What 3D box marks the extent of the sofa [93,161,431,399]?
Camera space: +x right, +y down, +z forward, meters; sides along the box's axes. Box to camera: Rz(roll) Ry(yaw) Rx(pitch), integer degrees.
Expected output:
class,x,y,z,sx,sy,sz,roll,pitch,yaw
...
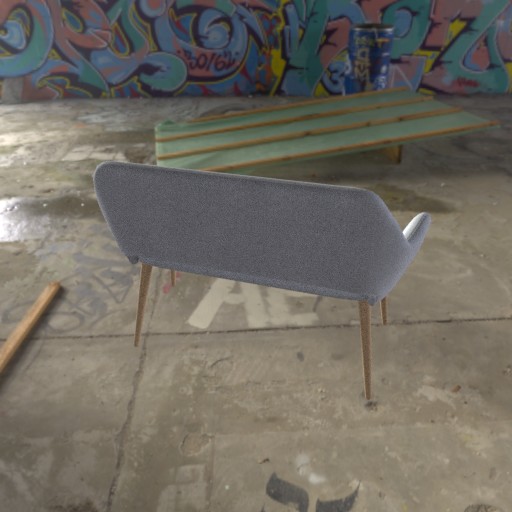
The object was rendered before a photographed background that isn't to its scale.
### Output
class,x,y,z,sx,sy,sz,roll,pitch,yaw
sofa,0.000,0.000,1.637,1.150,0.840,0.610,9,32,14
